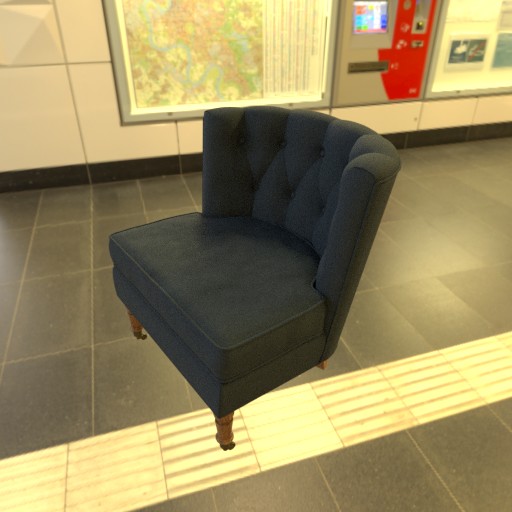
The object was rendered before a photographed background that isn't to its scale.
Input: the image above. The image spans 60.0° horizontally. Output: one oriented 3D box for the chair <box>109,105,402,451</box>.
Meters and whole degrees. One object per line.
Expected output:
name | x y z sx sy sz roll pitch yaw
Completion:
chair | 0.000 0.000 1.393 0.718 0.771 0.740 -22 38 -31
